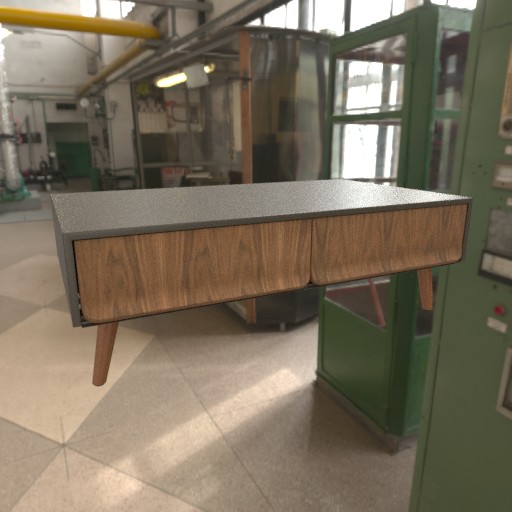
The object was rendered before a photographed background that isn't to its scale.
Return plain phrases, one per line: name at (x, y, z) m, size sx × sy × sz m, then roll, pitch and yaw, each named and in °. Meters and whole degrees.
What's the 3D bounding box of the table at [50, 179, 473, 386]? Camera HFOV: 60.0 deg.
table at (0.000, 0.000, 1.495) m, size 1.201 × 0.404 × 0.703 m, roll -7°, pitch 17°, yaw -25°
